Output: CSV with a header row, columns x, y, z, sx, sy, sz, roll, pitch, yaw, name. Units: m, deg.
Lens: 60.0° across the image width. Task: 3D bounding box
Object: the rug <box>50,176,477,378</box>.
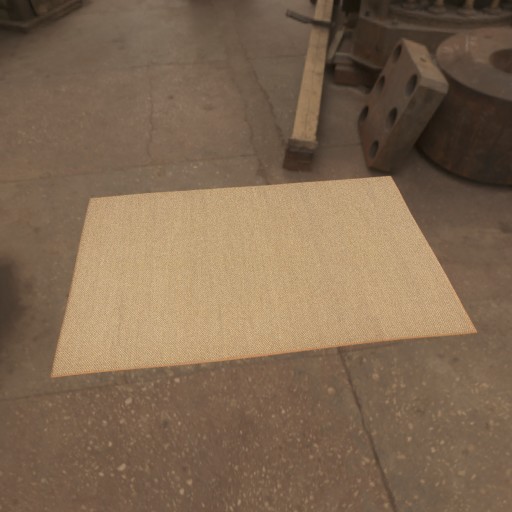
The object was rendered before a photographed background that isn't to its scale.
x,y,z,sx,sy,sz,roll,pitch,yaw,name
0.000,0.000,2.088,1.678,0.013,1.078,-5,46,-5,rug
